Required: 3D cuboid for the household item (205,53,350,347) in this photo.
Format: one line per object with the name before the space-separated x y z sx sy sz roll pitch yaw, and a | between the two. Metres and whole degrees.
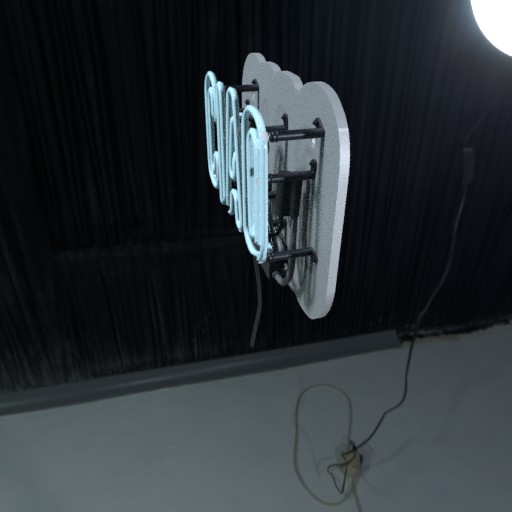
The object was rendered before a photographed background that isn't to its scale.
household item | 0.000 0.000 0.370 0.042 0.294 0.211 -8 32 -13
